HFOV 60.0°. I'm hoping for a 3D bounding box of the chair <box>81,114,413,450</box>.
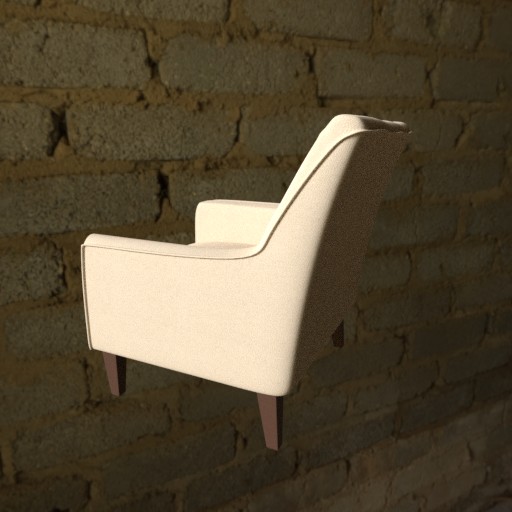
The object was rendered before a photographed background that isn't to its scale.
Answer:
[{"bbox_3d":[0.000,0.000,1.571,0.899,0.919,0.780,7,17,25],"label":"chair"}]
